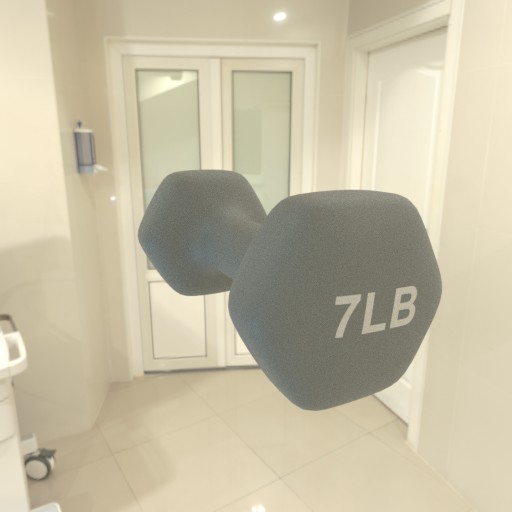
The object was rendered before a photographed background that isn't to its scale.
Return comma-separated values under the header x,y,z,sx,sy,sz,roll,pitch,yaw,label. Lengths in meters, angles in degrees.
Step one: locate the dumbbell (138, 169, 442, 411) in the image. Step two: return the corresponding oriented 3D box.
x,y,z,sx,sy,sz,roll,pitch,yaw,label
0.000,0.000,0.232,0.090,0.081,0.184,-7,16,-26,dumbbell
